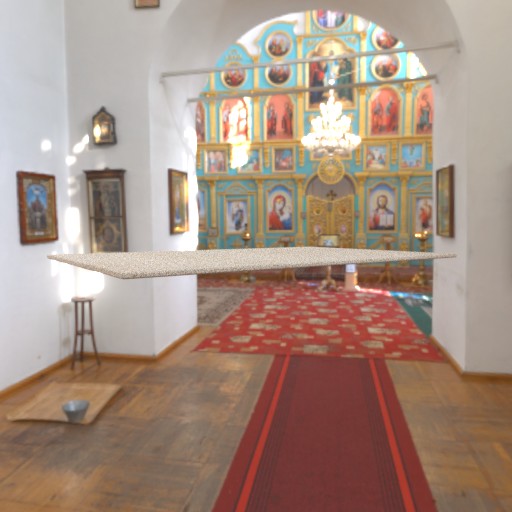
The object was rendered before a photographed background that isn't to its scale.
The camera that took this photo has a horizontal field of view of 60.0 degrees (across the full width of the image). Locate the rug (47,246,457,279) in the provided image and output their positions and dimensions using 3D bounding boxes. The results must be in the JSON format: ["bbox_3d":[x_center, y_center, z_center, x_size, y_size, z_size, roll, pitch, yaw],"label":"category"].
[{"bbox_3d":[0.000,0.000,3.516,2.743,0.030,1.778,-2,4,-35],"label":"rug"}]
